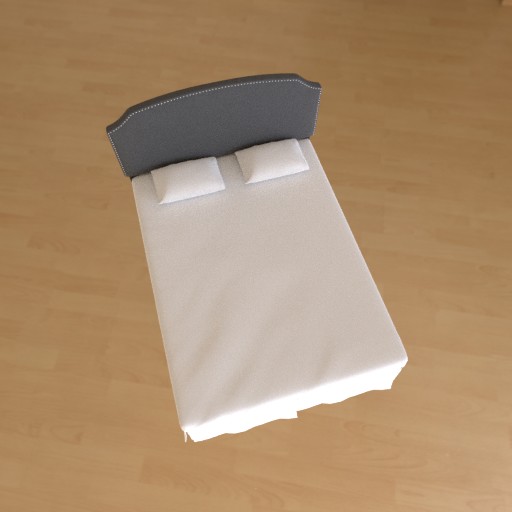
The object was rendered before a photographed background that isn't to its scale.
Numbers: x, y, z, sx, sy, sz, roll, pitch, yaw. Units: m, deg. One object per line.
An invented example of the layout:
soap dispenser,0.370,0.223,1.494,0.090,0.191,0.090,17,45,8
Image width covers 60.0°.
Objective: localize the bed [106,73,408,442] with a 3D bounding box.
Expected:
bed,0.000,0.000,3.011,1.558,1.270,1.999,-14,63,-7
